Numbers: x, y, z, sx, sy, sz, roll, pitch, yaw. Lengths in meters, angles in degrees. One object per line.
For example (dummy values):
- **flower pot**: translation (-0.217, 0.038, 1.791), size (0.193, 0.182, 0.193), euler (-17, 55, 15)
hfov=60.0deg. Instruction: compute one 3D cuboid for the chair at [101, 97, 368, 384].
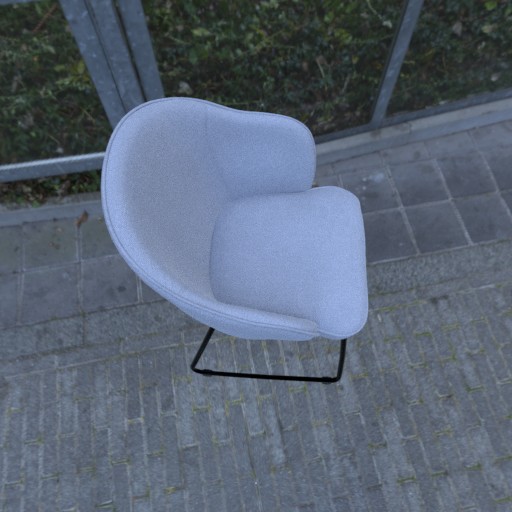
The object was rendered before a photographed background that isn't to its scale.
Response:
- **chair**: translation (0.000, 0.000, 1.209), size (0.592, 0.817, 0.570), euler (2, 63, 1)
